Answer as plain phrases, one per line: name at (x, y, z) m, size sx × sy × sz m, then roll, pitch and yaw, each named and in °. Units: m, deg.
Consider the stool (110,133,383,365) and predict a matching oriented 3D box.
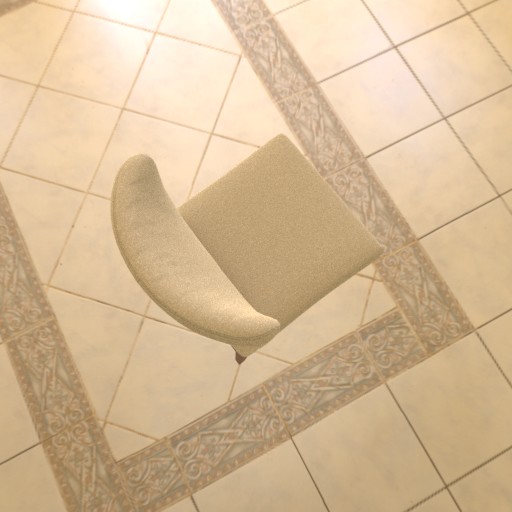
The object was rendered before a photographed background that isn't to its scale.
stool at (0.000, 0.000, 1.376) m, size 0.568 × 1.069 × 0.479 m, roll -37°, pitch 79°, yaw -8°
